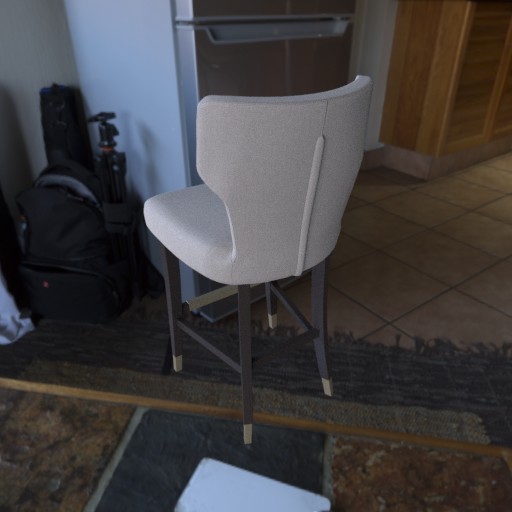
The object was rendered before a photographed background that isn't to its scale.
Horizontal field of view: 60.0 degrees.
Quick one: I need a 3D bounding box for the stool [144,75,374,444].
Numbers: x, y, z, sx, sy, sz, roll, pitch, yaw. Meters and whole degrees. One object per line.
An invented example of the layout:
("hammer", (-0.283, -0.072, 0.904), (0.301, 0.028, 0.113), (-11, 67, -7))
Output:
("stool", (0.000, 0.000, 1.428), (0.526, 1.092, 0.563), (-19, 36, -29))
